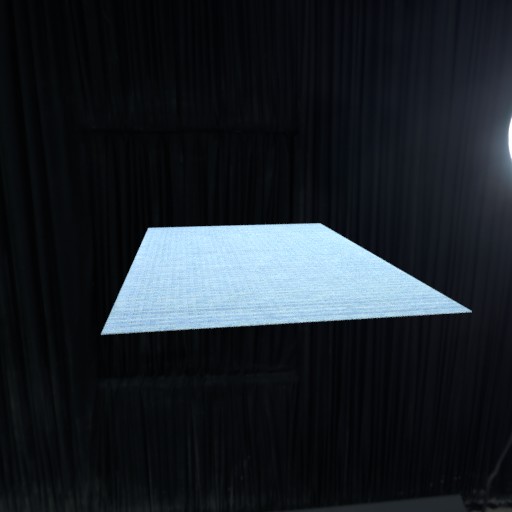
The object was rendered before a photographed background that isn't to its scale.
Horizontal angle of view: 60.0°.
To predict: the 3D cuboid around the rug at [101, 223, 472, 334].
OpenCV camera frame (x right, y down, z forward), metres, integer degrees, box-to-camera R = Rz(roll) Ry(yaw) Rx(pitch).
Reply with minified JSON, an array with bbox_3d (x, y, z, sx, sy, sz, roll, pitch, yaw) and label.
[{"bbox_3d":[0.000,0.000,3.706,1.982,0.006,2.895,-2,14,-9],"label":"rug"}]
